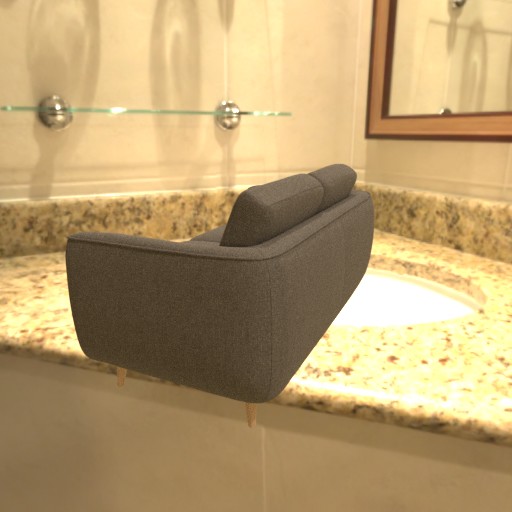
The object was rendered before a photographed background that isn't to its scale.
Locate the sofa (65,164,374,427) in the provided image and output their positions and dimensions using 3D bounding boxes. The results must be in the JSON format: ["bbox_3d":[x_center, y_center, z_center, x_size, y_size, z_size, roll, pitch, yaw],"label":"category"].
[{"bbox_3d":[0.000,0.000,2.249,0.920,0.870,1.700,7,18,24],"label":"sofa"}]
